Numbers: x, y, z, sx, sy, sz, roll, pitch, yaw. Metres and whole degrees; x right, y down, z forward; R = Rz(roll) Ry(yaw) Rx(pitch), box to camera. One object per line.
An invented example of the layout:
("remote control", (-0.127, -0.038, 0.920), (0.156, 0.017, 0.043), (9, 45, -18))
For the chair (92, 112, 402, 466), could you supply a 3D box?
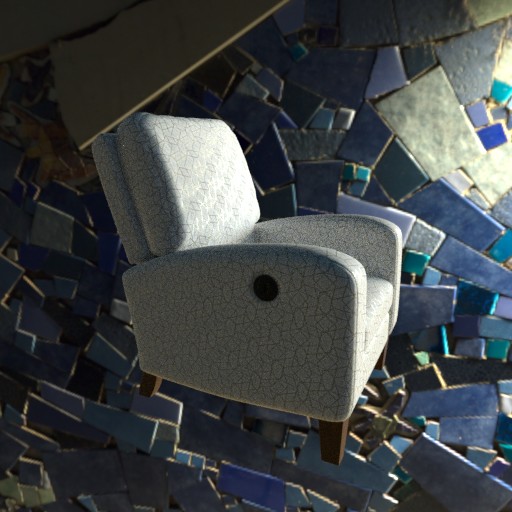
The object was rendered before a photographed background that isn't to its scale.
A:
("chair", (0.000, 0.000, 1.731), (0.995, 1.064, 0.796), (7, 16, 26))
